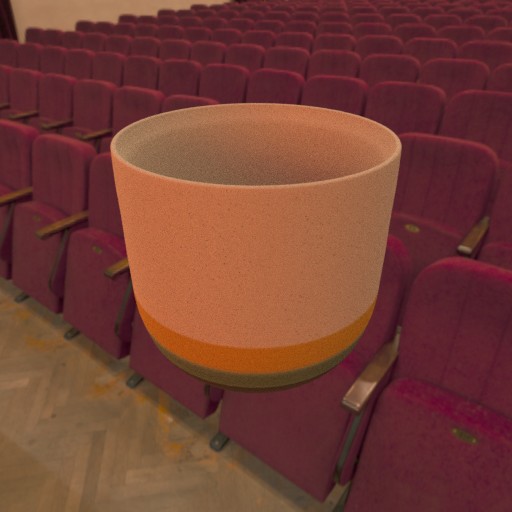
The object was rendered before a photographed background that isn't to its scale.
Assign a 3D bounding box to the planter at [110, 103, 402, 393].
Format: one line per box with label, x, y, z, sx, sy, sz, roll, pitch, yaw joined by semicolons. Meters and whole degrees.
planter;0.000;0.000;0.488;0.268;0.270;0.268;0;31;0
